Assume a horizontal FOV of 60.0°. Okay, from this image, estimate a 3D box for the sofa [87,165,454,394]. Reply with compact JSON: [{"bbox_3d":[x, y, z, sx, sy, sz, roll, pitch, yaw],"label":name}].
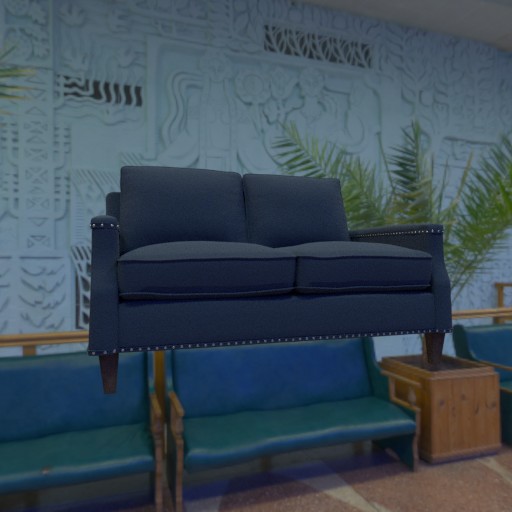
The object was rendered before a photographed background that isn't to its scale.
[{"bbox_3d":[0.000,0.000,2.304,1.597,1.003,1.084,0,0,-17],"label":"sofa"}]
